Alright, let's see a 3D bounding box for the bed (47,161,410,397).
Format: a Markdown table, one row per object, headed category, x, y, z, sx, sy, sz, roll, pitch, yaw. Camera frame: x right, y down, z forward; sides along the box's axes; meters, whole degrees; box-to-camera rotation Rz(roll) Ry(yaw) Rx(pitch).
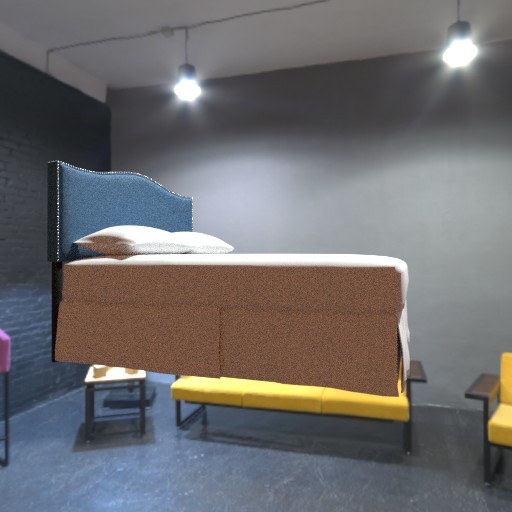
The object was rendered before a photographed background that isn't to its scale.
| category | x | y | z | sx | sy | sz | roll | pitch | yaw |
| --- | --- | --- | --- | --- | --- | --- | --- | --- | --- |
| bed | 0.000 | 0.000 | 2.851 | 1.872 | 1.169 | 1.610 | 0 | 0 | 20 |
